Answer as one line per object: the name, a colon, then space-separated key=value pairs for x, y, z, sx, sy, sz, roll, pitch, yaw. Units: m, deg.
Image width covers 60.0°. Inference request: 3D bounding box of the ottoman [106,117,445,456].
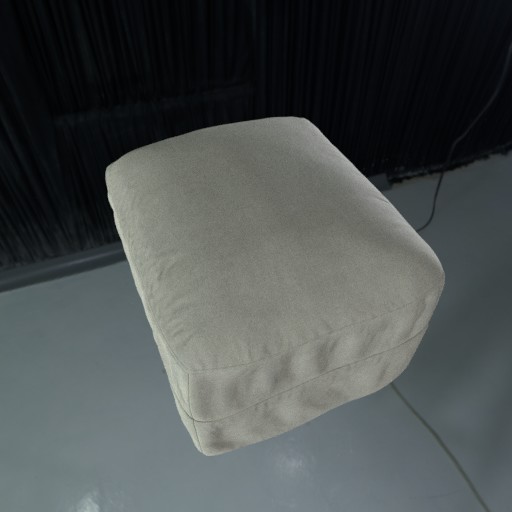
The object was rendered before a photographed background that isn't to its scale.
ottoman: x=0.000 y=0.000 z=1.086 sx=0.584 sy=0.480 sz=0.712 roll=-18 pitch=50 yaw=-16
